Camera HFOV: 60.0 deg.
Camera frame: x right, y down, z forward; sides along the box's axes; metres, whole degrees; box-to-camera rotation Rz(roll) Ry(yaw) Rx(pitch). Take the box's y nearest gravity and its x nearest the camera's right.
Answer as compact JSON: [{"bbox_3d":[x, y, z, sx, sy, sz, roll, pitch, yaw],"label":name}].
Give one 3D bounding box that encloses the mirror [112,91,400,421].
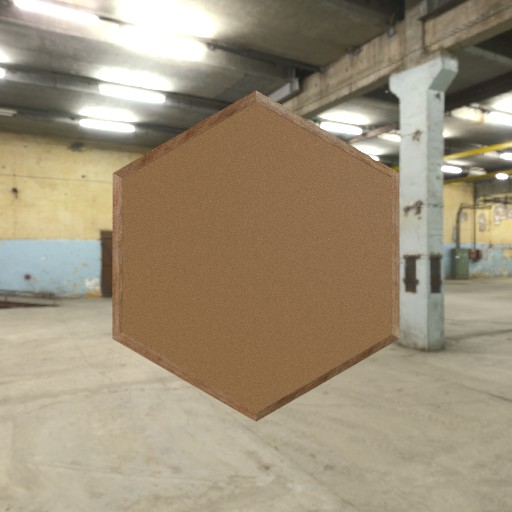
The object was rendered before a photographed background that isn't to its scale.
[{"bbox_3d":[0.000,0.000,1.081,0.675,0.779,0.091,0,0,0],"label":"mirror"}]
